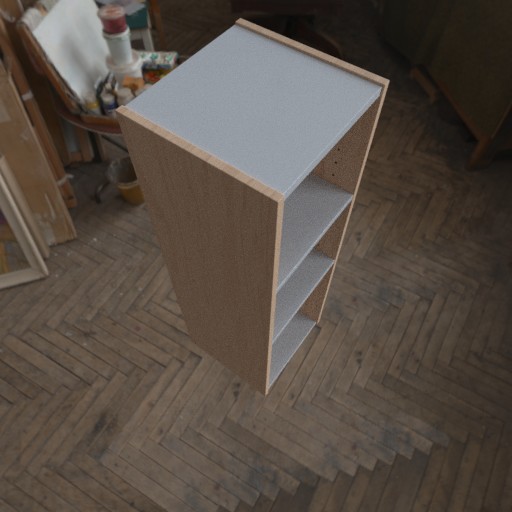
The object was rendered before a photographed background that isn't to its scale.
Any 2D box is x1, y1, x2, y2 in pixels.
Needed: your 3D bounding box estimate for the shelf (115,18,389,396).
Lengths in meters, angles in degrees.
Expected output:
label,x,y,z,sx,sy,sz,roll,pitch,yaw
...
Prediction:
label,x,y,z,sx,sy,sz,roll,pitch,yaw
shelf,0.000,0.000,1.043,0.290,0.900,0.300,32,63,19
